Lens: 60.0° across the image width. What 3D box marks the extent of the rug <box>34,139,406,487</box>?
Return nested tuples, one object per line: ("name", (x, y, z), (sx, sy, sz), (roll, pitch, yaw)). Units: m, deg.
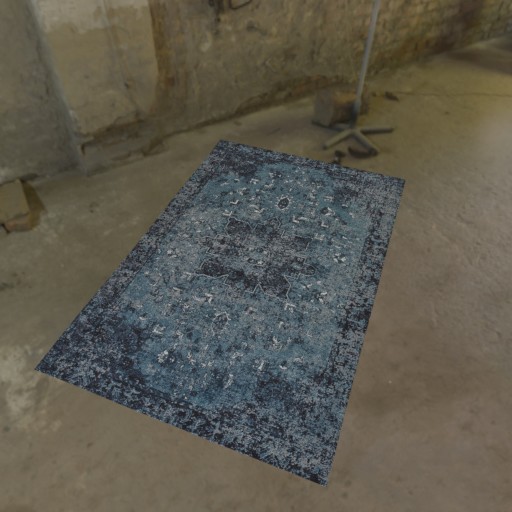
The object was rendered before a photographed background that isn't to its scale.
("rug", (0.000, 0.000, 2.226), (1.219, 0.005, 1.828), (16, 49, 14))
